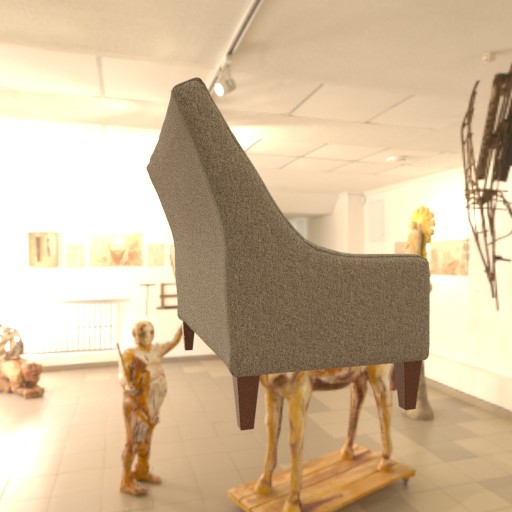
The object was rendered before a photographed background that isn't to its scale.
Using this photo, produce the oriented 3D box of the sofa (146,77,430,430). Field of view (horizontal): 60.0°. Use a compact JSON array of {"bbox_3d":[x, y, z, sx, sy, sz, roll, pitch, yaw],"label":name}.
[{"bbox_3d":[0.000,0.000,1.933,0.862,1.026,1.242,0,0,-17],"label":"sofa"}]
